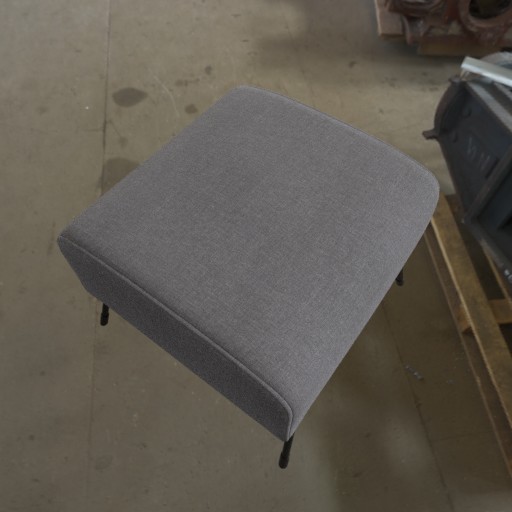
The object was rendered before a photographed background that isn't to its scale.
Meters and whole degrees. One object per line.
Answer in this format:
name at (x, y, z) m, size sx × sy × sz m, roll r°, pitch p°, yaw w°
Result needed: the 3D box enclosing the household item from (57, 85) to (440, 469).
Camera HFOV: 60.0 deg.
household item at (0.000, 0.000, 0.900) m, size 0.530 × 0.410 × 0.530 m, roll 32°, pitch 63°, yaw 19°
